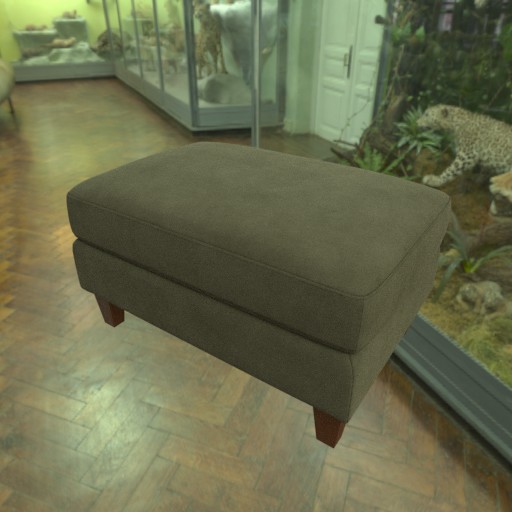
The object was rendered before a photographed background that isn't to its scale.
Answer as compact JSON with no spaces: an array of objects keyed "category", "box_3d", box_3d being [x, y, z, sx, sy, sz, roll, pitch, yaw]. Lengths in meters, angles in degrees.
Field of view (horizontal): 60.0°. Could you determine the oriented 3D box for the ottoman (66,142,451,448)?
[{"category":"ottoman","box_3d":[0.000,0.000,1.222,0.864,0.483,0.584,19,35,30]}]
